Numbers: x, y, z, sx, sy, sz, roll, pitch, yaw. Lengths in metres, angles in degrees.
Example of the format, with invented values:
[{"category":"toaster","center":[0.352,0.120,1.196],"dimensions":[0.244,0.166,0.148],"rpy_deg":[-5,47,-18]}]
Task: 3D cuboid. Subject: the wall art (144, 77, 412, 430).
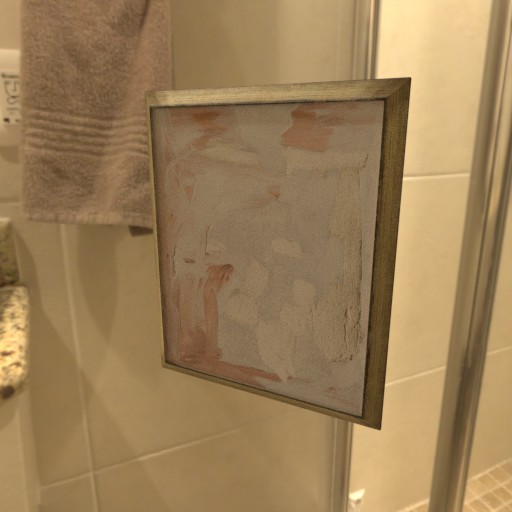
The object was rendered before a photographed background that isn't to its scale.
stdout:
[{"category":"wall art","center":[0.000,0.000,0.632],"dimensions":[0.381,0.457,0.023],"rpy_deg":[8,17,26]}]
